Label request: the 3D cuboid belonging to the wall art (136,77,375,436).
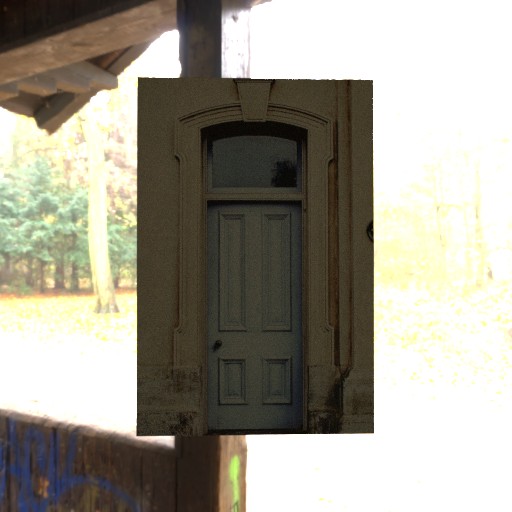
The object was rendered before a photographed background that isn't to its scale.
[{"bbox_3d":[0.000,0.000,0.966,0.508,0.764,0.038,0,-1,-1],"label":"wall art"}]
